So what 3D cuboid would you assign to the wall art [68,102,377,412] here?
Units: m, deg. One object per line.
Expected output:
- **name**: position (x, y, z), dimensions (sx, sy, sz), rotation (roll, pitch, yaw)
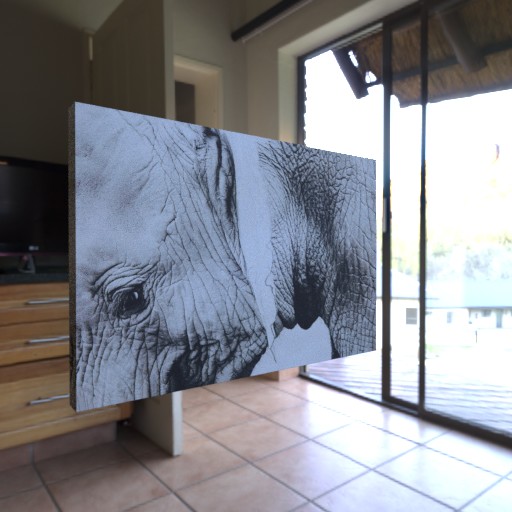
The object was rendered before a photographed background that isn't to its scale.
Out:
- **wall art**: position (0.000, 0.000, 0.776), dimensions (0.613, 0.407, 0.035), rotation (0, 1, -36)
